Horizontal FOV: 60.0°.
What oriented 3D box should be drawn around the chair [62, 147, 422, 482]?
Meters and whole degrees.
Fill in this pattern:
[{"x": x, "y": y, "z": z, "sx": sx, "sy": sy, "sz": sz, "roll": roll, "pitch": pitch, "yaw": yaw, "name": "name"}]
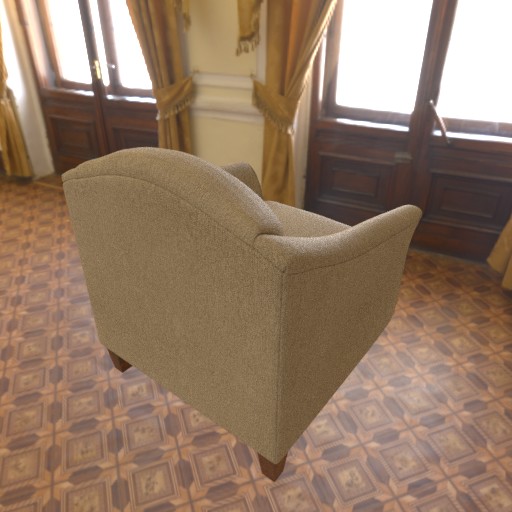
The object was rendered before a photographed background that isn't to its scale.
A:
[{"x": 0.000, "y": 0.000, "z": 1.416, "sx": 0.763, "sy": 0.839, "sz": 0.787, "roll": 22, "pitch": 37, "yaw": 32, "name": "chair"}]
